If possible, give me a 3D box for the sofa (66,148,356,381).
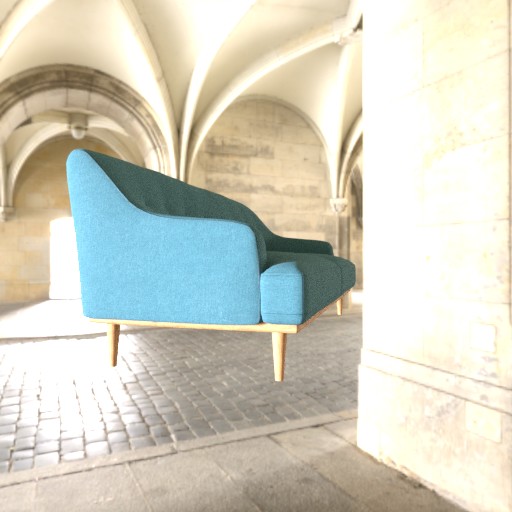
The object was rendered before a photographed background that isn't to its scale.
[{"bbox_3d":[0.000,0.000,2.546,0.978,0.871,2.057,0,0,17],"label":"sofa"}]
